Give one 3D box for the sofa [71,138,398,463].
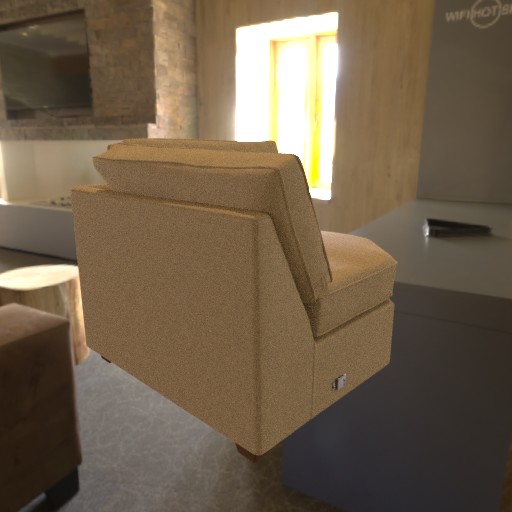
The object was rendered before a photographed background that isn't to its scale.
[{"bbox_3d":[0.000,0.000,1.822,1.050,0.937,1.042,14,20,43],"label":"sofa"}]
